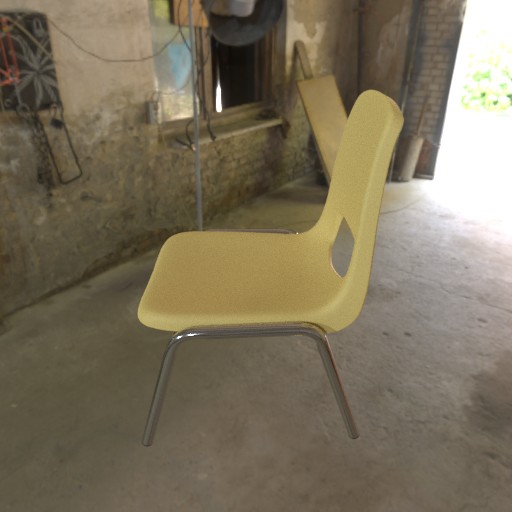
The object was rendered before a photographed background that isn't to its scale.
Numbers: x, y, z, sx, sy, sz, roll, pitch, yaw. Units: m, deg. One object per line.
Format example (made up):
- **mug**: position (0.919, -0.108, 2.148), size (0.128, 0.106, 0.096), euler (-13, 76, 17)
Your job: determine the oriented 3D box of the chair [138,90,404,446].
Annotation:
- **chair**: position (0.000, 0.000, 0.769), size (0.385, 0.536, 0.354), euler (0, 28, 0)
